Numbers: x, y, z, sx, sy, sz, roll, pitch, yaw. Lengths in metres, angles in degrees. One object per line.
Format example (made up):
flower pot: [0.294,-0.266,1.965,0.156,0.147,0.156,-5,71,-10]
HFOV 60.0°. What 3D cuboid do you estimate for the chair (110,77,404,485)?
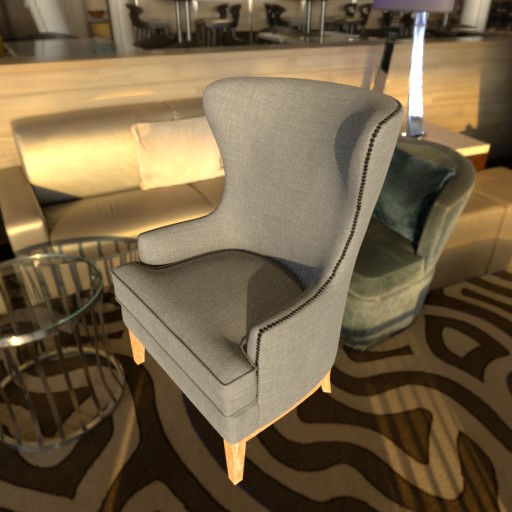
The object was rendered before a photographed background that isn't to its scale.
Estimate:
chair: [0.000,0.000,1.714,0.883,1.176,0.864,-22,37,-33]
